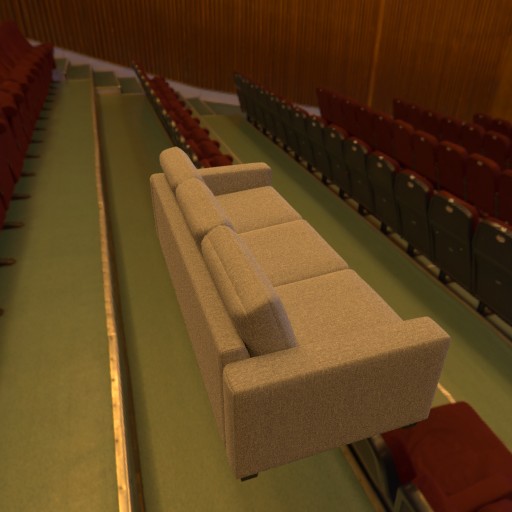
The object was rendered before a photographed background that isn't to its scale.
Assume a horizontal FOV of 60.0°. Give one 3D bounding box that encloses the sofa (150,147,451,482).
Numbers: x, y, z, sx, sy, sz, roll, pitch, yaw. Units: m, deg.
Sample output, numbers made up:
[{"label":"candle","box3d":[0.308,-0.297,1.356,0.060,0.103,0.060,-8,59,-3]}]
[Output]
[{"label":"sofa","box3d":[0.000,0.000,2.512,0.900,0.800,2.120,-10,32,-16]}]
